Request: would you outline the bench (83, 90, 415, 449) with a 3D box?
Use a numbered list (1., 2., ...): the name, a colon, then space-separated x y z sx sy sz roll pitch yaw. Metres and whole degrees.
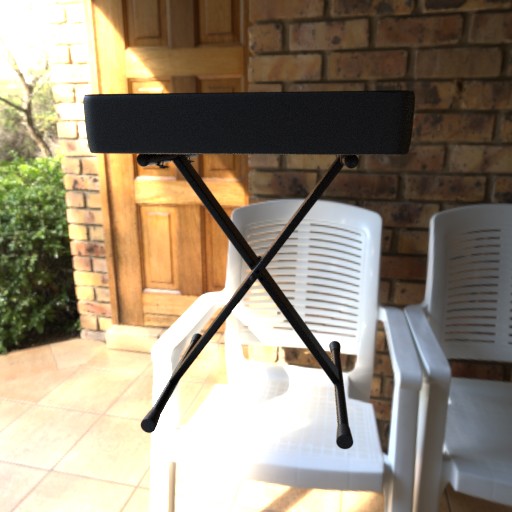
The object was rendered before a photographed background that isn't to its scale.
1. bench: 0.000 0.000 0.759 0.424 0.500 0.321 2 15 7
